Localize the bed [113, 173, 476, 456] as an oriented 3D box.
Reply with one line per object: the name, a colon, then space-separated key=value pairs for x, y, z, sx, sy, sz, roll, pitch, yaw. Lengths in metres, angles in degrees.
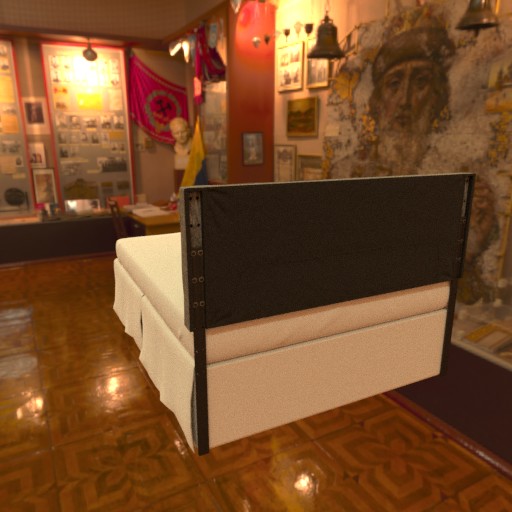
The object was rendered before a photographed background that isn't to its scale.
bed: x=0.000 y=0.000 z=2.955 sx=1.621 sy=1.168 sz=1.958 roll=-7 pitch=17 yaw=-26
